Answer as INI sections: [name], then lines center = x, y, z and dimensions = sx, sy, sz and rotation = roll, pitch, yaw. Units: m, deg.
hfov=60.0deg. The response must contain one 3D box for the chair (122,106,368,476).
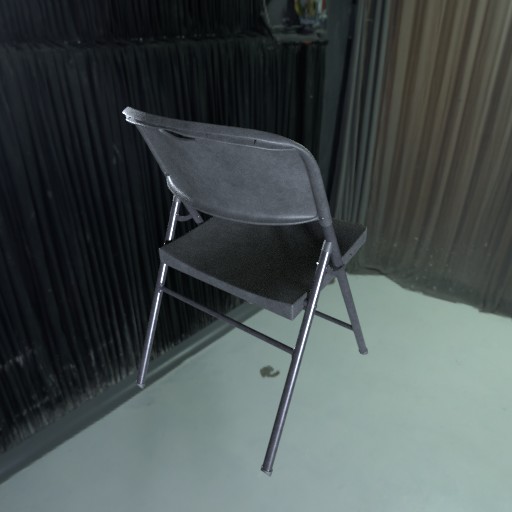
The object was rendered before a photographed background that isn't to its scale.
[chair]
center = 0.000, 0.000, 1.174
dimensions = 0.494, 0.810, 0.566
rotation = 21, 35, 32
